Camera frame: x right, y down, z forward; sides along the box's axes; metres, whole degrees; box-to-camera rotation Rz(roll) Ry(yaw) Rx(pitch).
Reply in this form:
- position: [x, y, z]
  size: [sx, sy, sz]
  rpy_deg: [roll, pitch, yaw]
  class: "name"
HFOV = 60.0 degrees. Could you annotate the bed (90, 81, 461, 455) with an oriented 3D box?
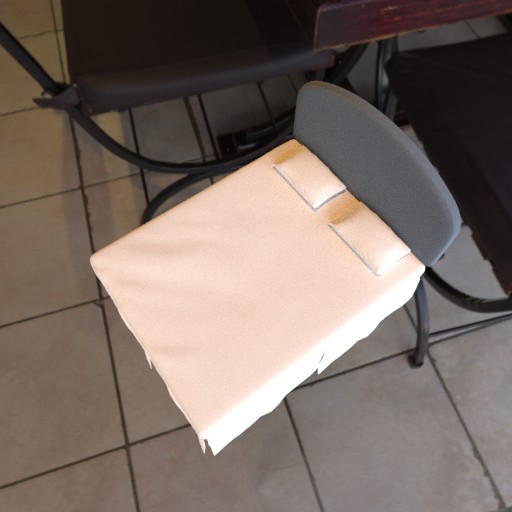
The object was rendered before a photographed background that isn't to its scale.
- position: [0.000, 0.000, 3.048]
  size: [2.005, 1.410, 1.607]
  rpy_deg: [-33, 67, -16]
  class: "bed"
